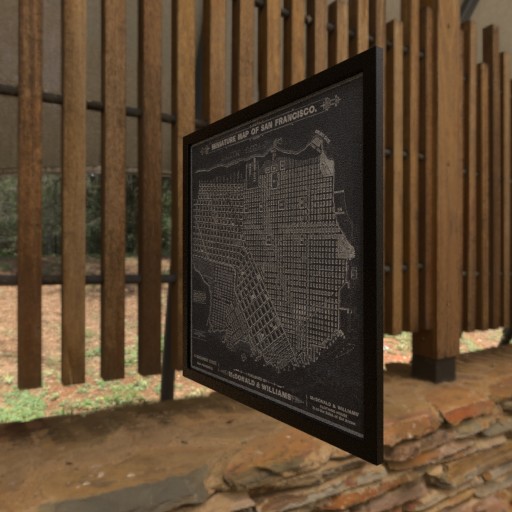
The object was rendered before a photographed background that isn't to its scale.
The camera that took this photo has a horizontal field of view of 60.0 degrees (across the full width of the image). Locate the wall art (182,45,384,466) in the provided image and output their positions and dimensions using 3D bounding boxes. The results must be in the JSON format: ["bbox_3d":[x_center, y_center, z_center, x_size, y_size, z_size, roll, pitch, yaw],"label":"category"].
[{"bbox_3d":[0.000,0.000,0.670,0.012,0.458,0.457,0,0,-37],"label":"wall art"}]
